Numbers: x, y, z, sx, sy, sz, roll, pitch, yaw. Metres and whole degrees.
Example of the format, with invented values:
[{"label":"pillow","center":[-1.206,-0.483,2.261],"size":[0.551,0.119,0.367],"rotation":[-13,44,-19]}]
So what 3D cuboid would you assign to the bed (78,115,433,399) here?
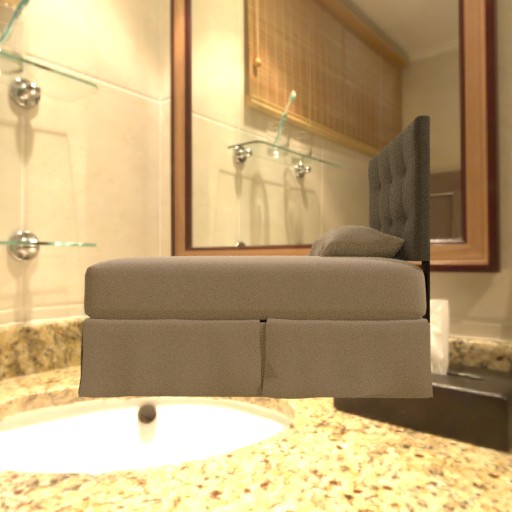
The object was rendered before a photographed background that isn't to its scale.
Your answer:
[{"label":"bed","center":[0.000,0.000,3.037],"size":[1.997,1.571,1.261],"rotation":[0,0,1]}]
